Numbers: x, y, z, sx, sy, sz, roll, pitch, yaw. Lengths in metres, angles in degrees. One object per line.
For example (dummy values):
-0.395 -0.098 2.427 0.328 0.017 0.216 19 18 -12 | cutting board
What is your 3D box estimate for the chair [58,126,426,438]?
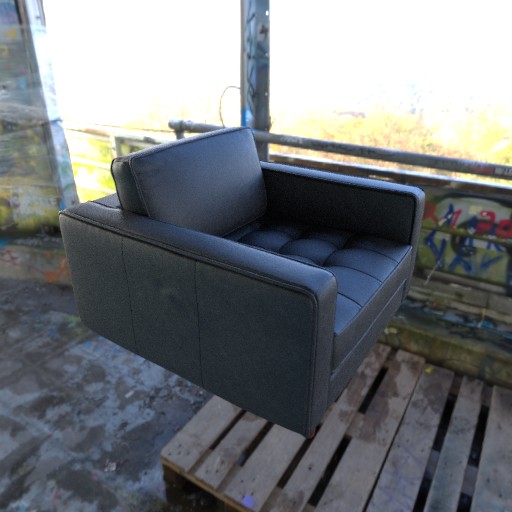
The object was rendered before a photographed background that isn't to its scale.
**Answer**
0.000 0.000 1.545 0.914 0.763 0.889 16 31 30 | chair
